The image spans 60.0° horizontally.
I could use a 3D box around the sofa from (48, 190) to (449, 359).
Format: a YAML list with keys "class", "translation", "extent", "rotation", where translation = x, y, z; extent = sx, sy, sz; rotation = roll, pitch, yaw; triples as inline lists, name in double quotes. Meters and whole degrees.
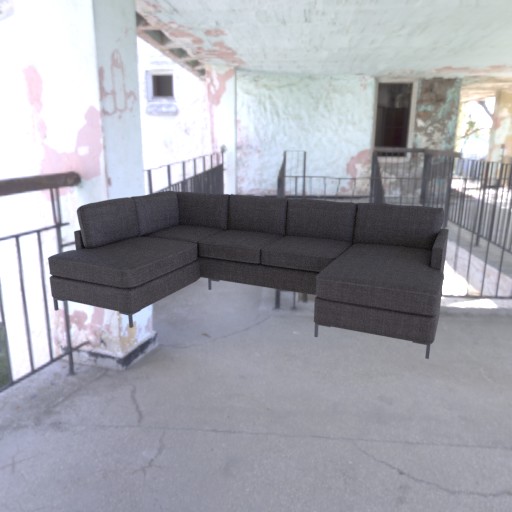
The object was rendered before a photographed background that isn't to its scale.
- class: "sofa"
  translation: [0.000, 0.000, 4.348]
  extent: [3.423, 0.999, 2.048]
  rotation: [7, 17, 25]
